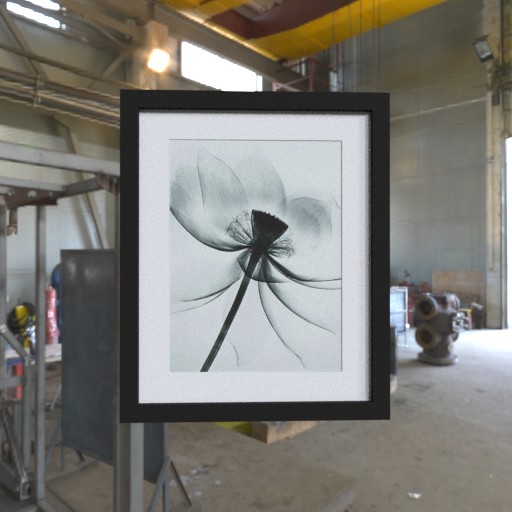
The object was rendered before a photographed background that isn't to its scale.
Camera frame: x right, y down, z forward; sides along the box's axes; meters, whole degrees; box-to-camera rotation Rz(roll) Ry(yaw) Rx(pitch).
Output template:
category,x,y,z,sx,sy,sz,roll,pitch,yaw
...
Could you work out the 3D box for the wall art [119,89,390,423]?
category,x,y,z,sx,sy,sz,roll,pitch,yaw
wall art,0.000,0.000,0.763,0.457,0.559,0.029,0,0,-2
